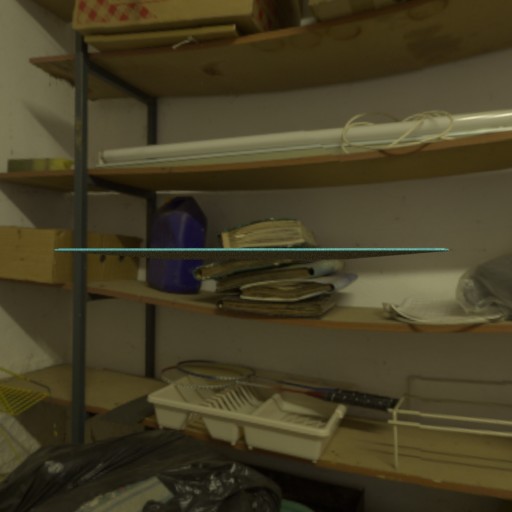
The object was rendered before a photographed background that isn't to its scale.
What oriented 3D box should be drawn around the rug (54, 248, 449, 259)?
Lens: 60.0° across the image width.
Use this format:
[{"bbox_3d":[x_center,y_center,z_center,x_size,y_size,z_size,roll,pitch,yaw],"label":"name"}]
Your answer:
[{"bbox_3d":[0.000,0.000,2.840,1.554,0.012,2.205,0,-1,1],"label":"rug"}]
